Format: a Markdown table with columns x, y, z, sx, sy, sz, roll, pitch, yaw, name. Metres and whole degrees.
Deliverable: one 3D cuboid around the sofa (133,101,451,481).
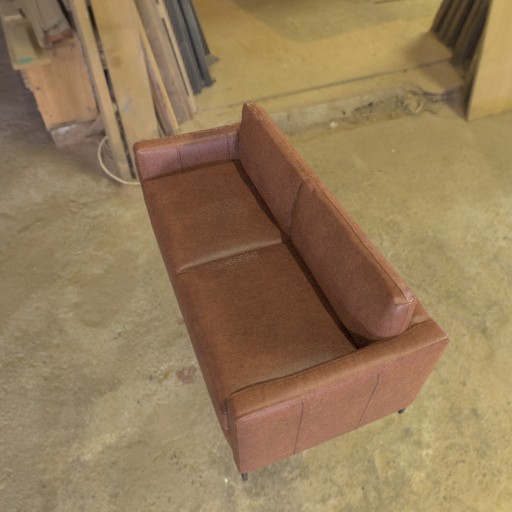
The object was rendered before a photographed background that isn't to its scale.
| x | y | z | sx | sy | sz | roll | pitch | yaw | name |
| --- | --- | --- | --- | --- | --- | --- | --- | --- | --- |
| 0.000 | 0.000 | 2.265 | 0.899 | 0.883 | 1.797 | -16 | 49 | -15 | sofa |
